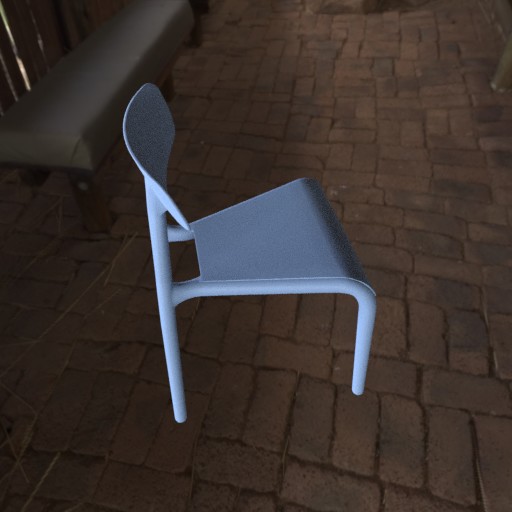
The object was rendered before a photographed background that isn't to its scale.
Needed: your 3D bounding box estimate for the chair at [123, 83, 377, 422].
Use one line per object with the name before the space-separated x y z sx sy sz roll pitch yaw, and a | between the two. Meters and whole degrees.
chair | 0.000 0.000 0.831 0.401 0.580 0.356 -9 47 -8
